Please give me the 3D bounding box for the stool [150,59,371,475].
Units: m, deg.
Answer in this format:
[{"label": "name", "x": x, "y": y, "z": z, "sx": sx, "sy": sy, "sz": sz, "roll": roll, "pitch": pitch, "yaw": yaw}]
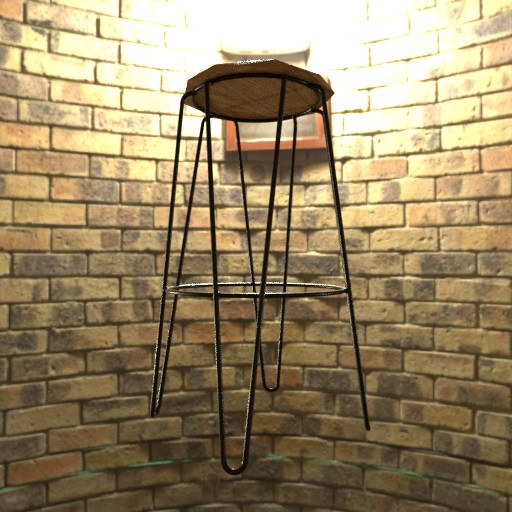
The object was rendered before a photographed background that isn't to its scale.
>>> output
[{"label": "stool", "x": 0.000, "y": 0.000, "z": 0.812, "sx": 0.326, "sy": 0.610, "sz": 0.326, "roll": 0, "pitch": -1, "yaw": -35}]
